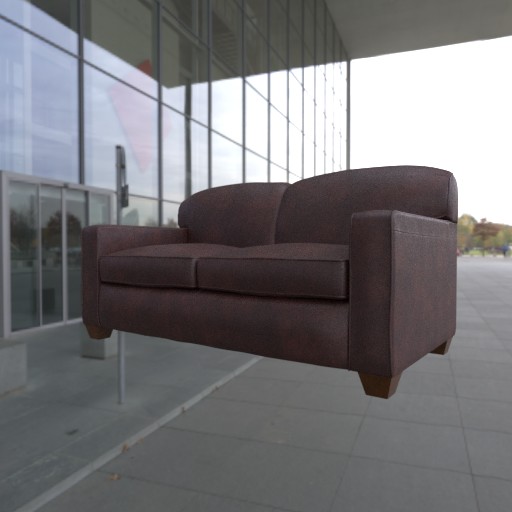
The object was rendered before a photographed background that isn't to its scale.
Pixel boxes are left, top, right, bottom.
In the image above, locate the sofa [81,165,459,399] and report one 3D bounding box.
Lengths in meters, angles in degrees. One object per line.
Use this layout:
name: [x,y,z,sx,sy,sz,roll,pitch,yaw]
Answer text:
sofa: [0.000,0.000,2.395,1.856,0.966,1.000,1,1,36]
